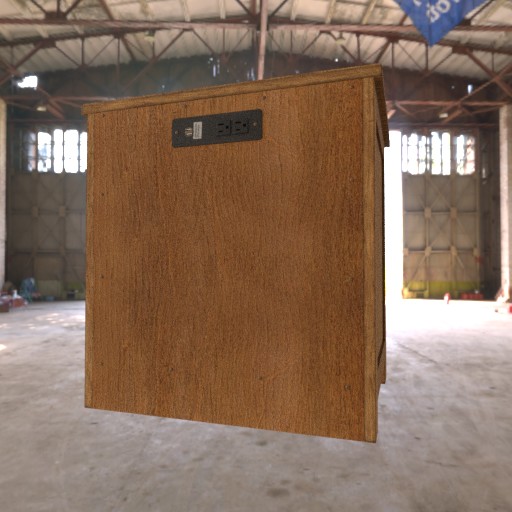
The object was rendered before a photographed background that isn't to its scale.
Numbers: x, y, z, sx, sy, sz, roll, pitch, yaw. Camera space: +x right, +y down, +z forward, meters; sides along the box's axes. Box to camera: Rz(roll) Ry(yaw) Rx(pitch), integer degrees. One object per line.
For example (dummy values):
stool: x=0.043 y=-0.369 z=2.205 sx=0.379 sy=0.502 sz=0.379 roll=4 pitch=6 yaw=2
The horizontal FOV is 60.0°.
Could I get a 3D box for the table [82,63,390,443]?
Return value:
table: x=0.000 y=0.000 z=1.050 sx=0.601 sy=0.625 sz=0.494 roll=0 pitch=-1 yaw=18
